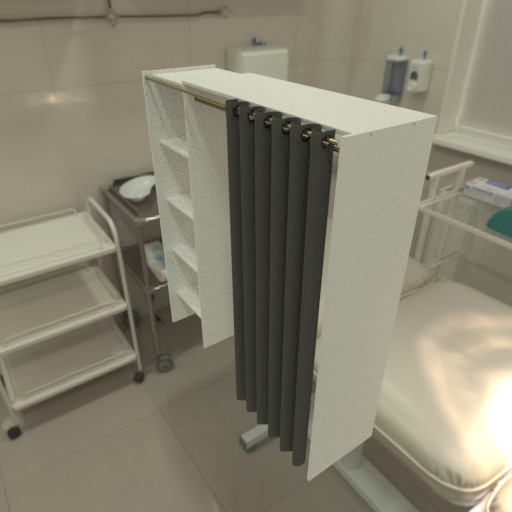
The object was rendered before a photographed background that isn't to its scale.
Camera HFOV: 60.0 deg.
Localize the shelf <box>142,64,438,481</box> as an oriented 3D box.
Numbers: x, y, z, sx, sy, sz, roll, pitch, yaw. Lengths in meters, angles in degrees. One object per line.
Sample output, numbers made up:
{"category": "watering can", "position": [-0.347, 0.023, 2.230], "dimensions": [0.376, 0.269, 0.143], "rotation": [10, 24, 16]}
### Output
{"category": "shelf", "position": [0.000, 0.000, 2.524], "dimensions": [0.500, 1.810, 1.600], "rotation": [-20, 36, -30]}
